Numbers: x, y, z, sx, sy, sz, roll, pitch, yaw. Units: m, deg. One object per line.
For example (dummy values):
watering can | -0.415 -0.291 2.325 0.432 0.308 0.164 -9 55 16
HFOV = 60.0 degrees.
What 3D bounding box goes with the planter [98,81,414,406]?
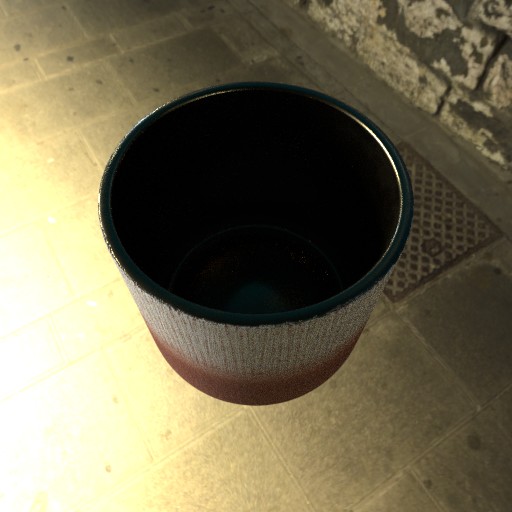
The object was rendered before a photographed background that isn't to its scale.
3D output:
planter | 0.000 0.000 0.392 0.221 0.201 0.221 0 59 0
